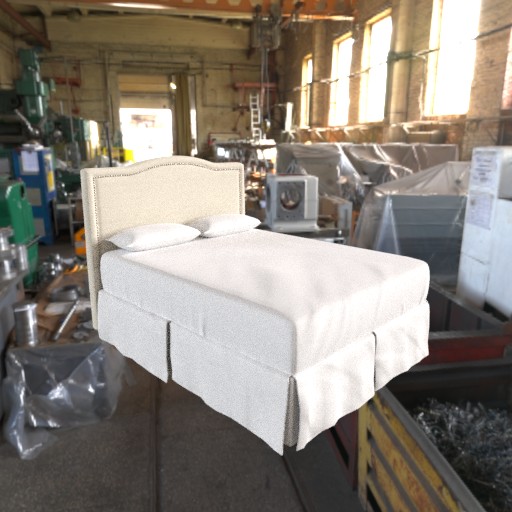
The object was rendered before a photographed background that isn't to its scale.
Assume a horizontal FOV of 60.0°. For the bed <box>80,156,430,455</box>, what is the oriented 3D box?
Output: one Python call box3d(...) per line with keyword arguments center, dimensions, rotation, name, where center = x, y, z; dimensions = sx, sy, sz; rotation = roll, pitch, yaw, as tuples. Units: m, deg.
box3d(center=(0.000, 0.000, 3.376), dimensions=(2.196, 1.449, 1.741), rotation=(14, 20, 43), name="bed")
